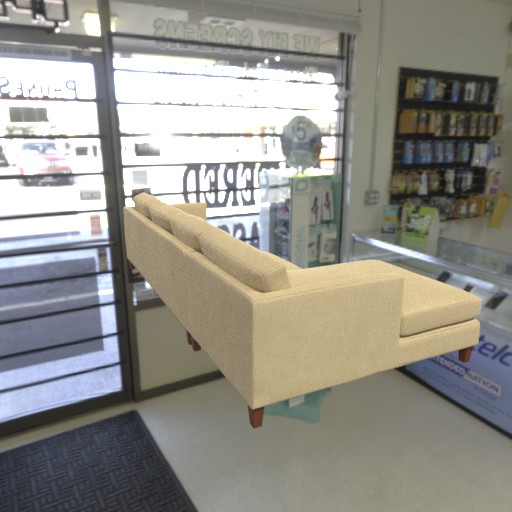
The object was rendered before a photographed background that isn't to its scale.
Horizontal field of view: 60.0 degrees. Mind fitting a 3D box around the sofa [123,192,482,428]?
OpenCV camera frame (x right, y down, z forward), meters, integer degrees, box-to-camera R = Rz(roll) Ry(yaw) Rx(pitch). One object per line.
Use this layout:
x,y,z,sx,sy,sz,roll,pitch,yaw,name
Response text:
0.000,0.000,3.782,1.625,0.846,3.186,-7,17,-25,sofa
